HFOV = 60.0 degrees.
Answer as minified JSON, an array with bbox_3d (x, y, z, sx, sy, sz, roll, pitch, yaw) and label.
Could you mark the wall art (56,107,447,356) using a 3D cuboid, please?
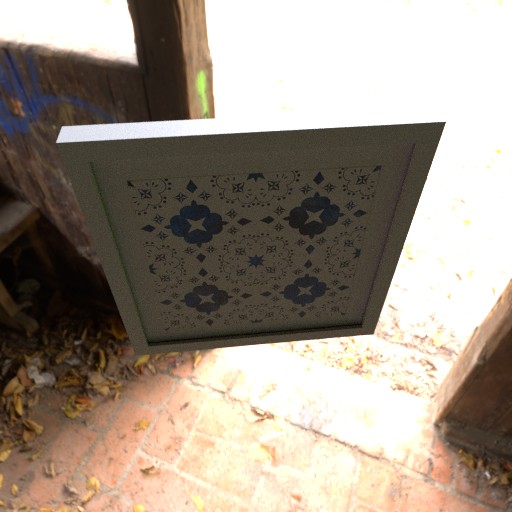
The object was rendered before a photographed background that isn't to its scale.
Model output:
[{"bbox_3d":[0.000,0.000,0.538,0.355,0.355,0.027,-4,47,-4],"label":"wall art"}]
